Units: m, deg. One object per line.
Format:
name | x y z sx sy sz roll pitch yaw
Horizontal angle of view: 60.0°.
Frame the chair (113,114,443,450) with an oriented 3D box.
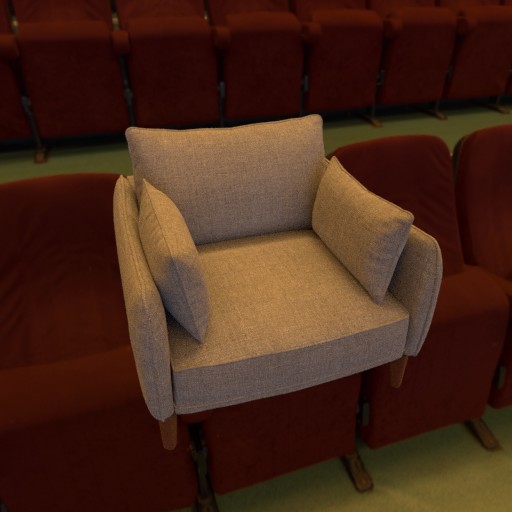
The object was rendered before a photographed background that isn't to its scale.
chair | 0.000 0.000 1.686 0.993 0.839 0.976 -10 34 -15
